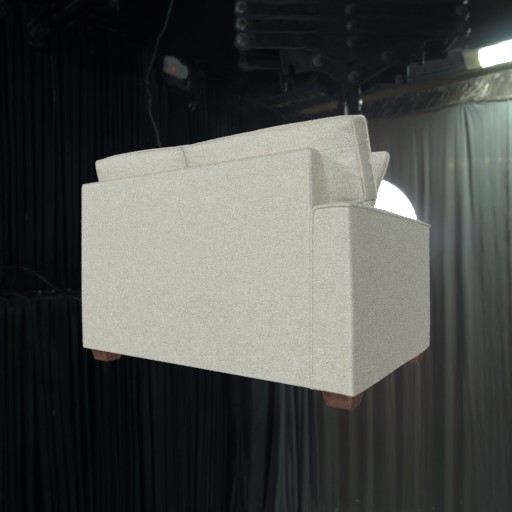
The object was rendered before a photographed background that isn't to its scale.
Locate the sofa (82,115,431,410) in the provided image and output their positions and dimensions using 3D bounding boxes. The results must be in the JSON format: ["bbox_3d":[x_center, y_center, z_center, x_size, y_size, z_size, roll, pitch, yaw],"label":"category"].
[{"bbox_3d":[0.000,0.000,2.117,1.388,0.989,0.991,-1,-1,34],"label":"sofa"}]
